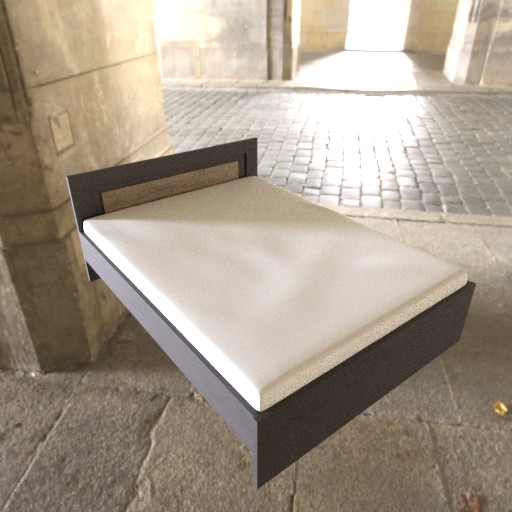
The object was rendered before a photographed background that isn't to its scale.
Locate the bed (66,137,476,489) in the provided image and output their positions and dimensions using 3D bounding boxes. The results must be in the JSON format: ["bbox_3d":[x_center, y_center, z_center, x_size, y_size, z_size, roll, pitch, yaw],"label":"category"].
[{"bbox_3d":[0.000,0.000,2.834,1.585,0.823,2.073,-21,36,-32],"label":"bed"}]
